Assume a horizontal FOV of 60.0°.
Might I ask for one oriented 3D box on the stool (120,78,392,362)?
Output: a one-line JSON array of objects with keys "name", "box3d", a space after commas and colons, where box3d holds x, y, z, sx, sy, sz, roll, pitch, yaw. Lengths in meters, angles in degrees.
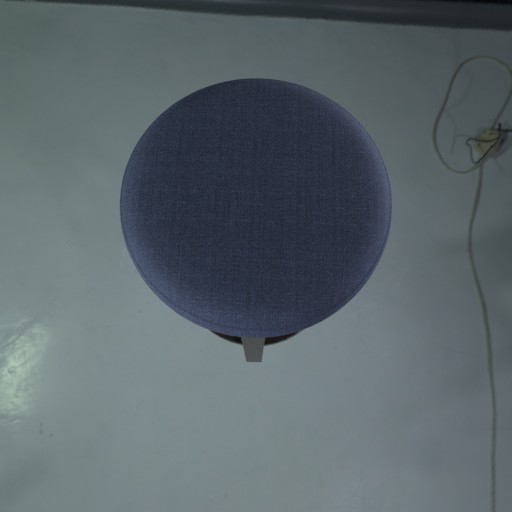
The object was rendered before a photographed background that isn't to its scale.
[{"name": "stool", "box3d": [0.000, 0.000, 1.019, 0.446, 0.758, 0.446, 0, 74, 0]}]
